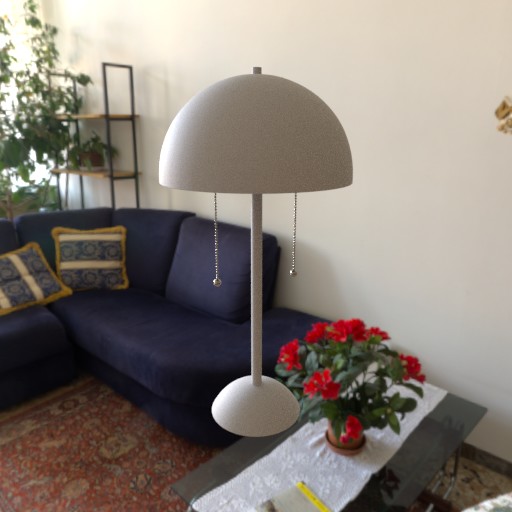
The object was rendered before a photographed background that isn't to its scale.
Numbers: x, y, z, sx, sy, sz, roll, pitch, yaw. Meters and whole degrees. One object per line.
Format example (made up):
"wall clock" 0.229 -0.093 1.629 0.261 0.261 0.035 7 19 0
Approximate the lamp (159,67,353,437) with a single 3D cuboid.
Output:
"lamp" 0.000 0.000 0.419 0.171 0.330 0.171 0 16 0
